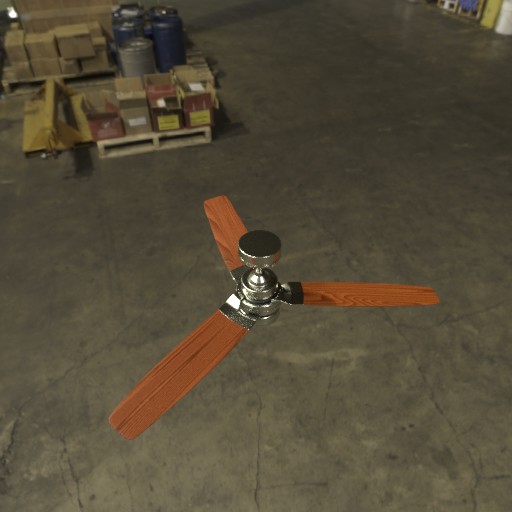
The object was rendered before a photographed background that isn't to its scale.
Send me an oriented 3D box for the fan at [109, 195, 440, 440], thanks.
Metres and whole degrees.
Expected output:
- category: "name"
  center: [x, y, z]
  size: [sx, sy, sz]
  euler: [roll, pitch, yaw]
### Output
- category: "fan"
  center: [0.000, 0.000, 2.002]
  size: [1.416, 0.410, 1.271]
  euler: [-12, 43, -14]
